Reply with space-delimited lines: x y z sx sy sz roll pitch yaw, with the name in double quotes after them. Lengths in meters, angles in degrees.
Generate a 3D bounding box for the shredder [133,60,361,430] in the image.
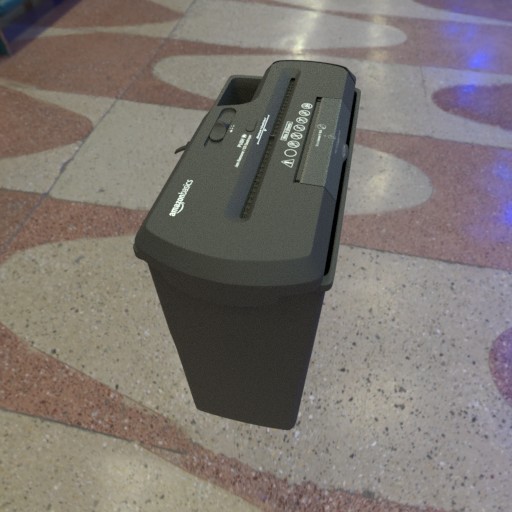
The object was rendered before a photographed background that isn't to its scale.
0.000 0.000 0.504 0.170 0.335 0.320 10 49 9 "shredder"
